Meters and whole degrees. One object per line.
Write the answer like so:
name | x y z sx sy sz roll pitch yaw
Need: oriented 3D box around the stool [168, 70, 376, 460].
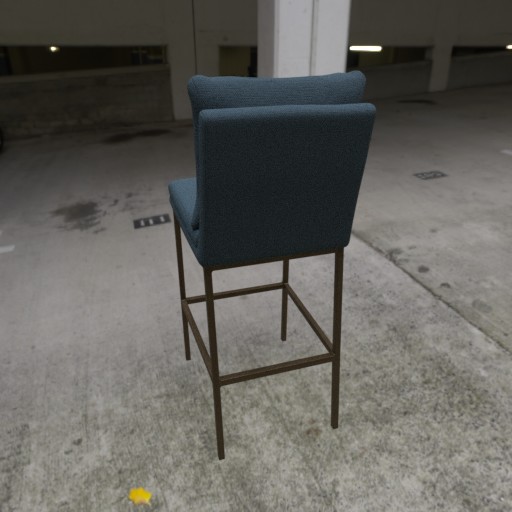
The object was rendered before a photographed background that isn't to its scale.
stool | 0.000 0.000 1.439 0.463 1.124 0.568 -8 27 -16
